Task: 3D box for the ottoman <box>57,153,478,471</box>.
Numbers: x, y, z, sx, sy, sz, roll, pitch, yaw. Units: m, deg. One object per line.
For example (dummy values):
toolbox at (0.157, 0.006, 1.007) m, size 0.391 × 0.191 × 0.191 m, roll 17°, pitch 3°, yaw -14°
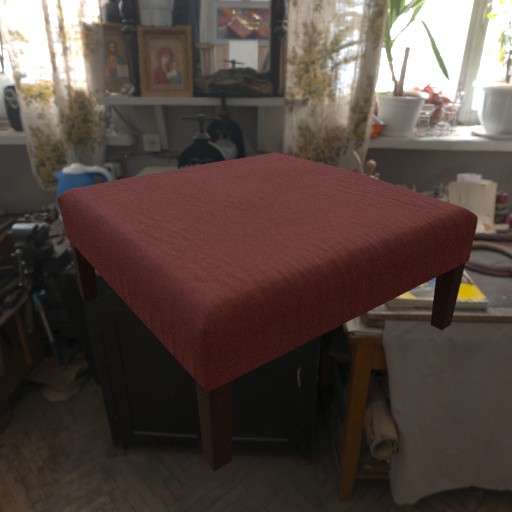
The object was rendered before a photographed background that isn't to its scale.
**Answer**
ottoman at (0.000, 0.000, 1.372) m, size 0.889 × 0.411 × 0.890 m, roll -18°, pitch 32°, yaw -33°
